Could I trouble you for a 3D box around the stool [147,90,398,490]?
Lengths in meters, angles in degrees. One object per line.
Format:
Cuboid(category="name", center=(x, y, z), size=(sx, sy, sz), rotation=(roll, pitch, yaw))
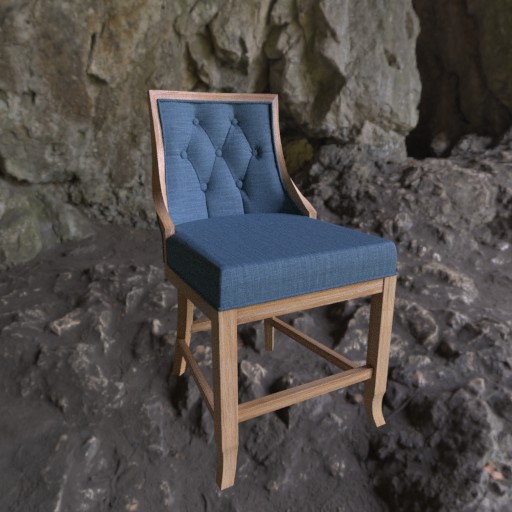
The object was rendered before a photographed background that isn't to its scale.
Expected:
Cuboid(category="stool", center=(0.000, 0.000, 1.308), size=(0.524, 0.938, 0.626), rotation=(-9, 19, -27))
